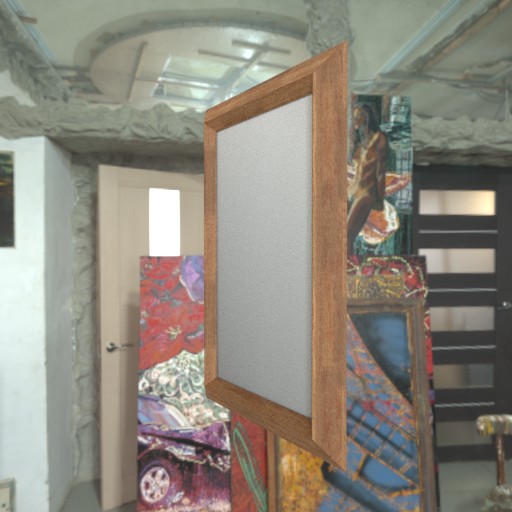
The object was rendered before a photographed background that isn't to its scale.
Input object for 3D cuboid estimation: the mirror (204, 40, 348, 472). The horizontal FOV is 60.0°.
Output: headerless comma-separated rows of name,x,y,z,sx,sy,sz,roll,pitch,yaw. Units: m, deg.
mirror,0.000,0.000,1.283,0.047,1.010,0.651,-1,1,-36
